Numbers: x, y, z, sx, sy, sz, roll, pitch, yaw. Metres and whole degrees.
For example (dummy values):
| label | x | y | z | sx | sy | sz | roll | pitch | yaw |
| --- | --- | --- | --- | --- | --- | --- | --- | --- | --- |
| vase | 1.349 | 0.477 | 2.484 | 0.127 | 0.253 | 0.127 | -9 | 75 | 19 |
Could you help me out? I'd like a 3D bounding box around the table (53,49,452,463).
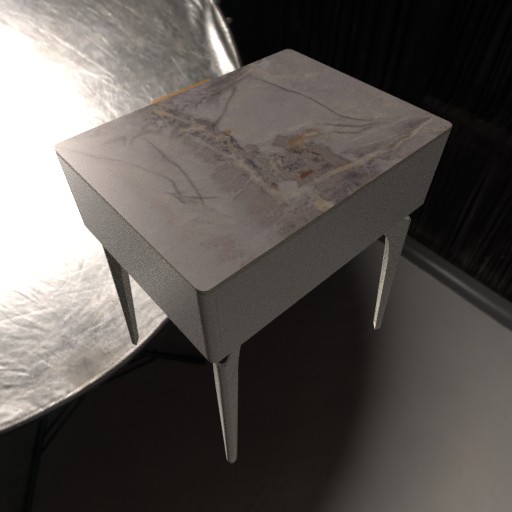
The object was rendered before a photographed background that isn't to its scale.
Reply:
| label | x | y | z | sx | sy | sz | roll | pitch | yaw |
| --- | --- | --- | --- | --- | --- | --- | --- | --- | --- |
| table | 0.000 | 0.000 | 0.896 | 0.500 | 0.570 | 0.400 | -34 | 56 | -26 |
